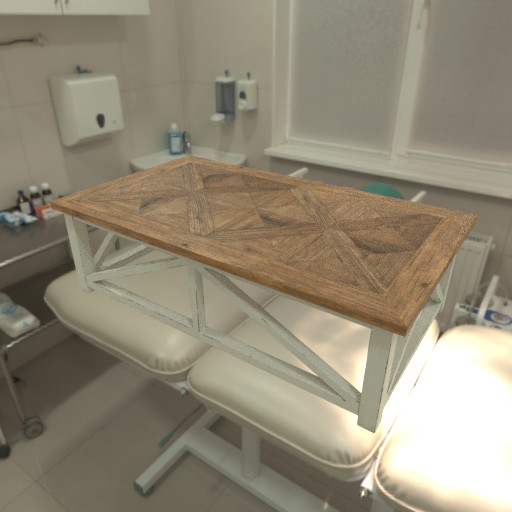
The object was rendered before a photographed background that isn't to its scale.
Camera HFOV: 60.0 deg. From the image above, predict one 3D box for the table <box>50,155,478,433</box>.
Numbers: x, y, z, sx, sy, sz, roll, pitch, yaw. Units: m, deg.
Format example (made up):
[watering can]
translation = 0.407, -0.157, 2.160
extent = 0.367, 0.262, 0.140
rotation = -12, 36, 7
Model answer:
[table]
translation = 0.000, 0.000, 1.762
extent = 1.400, 0.410, 0.800
rotation = 18, 33, 30
